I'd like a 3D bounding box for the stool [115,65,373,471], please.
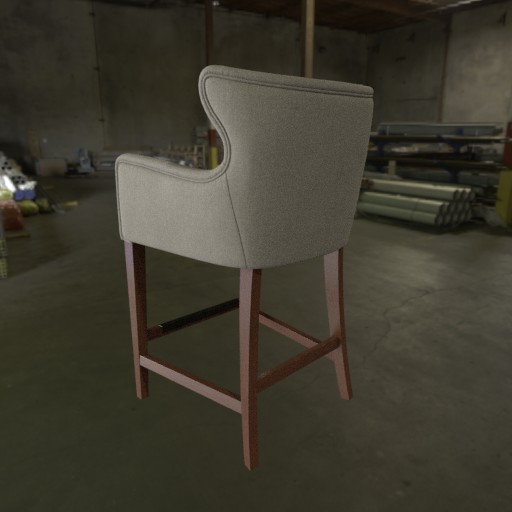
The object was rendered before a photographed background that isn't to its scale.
[{"bbox_3d":[0.000,0.000,1.291,0.575,0.951,0.575,-15,21,-43],"label":"stool"}]
